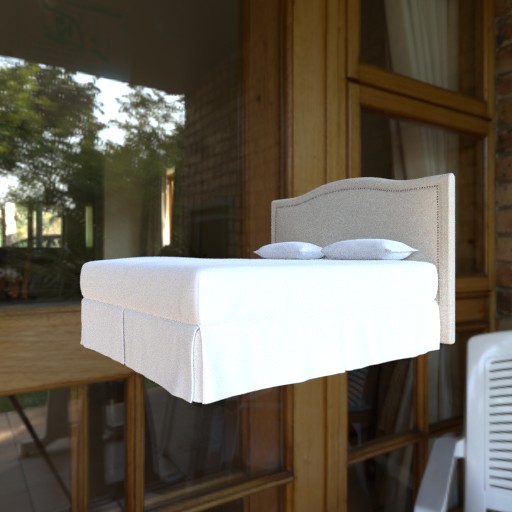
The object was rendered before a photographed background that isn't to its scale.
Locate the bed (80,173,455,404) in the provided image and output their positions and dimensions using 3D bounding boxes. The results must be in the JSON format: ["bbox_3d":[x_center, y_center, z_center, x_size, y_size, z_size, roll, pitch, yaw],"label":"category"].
[{"bbox_3d":[0.000,0.000,3.479,2.182,1.421,2.083,0,0,-37],"label":"bed"}]
